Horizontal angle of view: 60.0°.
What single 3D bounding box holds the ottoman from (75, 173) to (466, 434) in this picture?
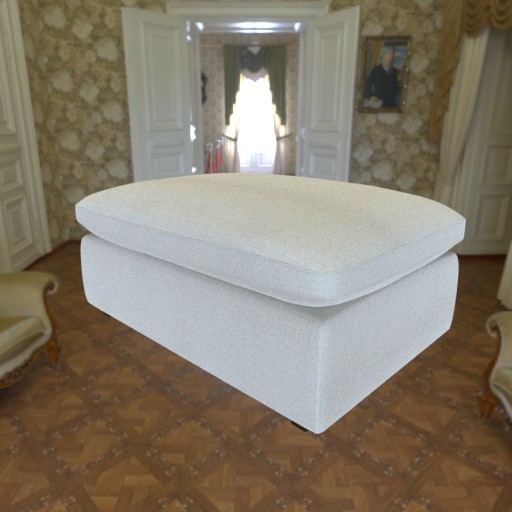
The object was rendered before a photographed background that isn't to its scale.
[{"bbox_3d":[0.000,0.000,1.324,0.984,0.453,0.686,16,23,42],"label":"ottoman"}]
